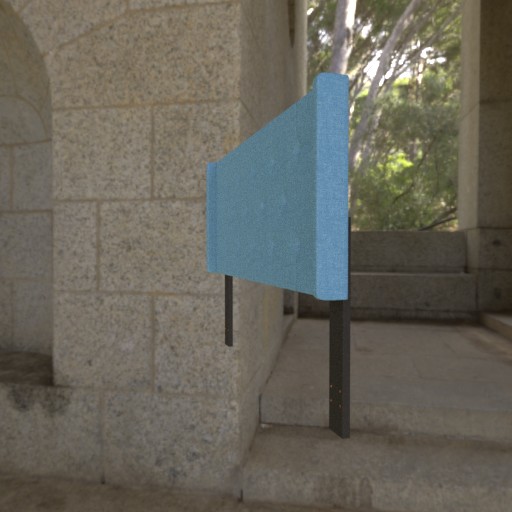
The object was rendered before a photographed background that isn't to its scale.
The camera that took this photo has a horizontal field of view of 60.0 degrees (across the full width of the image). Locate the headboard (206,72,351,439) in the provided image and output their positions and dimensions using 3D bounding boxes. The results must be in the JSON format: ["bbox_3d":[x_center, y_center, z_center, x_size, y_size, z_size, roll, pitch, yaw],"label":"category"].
[{"bbox_3d":[0.000,0.000,2.783,0.184,1.524,2.051,0,1,-19],"label":"headboard"}]
